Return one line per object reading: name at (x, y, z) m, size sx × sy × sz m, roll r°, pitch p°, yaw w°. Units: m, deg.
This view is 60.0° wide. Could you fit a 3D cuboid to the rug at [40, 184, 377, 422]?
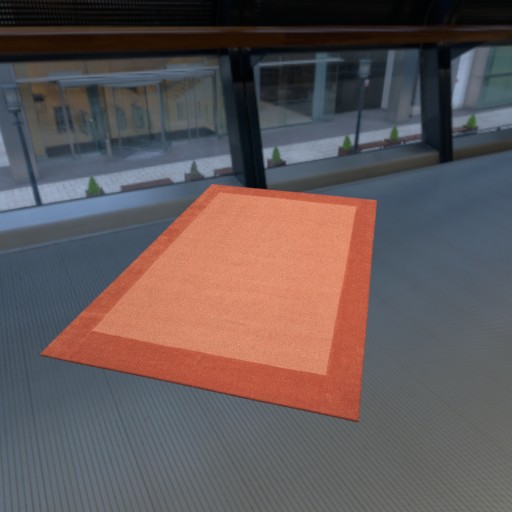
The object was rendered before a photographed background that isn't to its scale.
rug at (0.000, 0.000, 3.002) m, size 1.524 × 0.014 × 2.438 m, roll 8°, pitch 30°, yaw 13°
